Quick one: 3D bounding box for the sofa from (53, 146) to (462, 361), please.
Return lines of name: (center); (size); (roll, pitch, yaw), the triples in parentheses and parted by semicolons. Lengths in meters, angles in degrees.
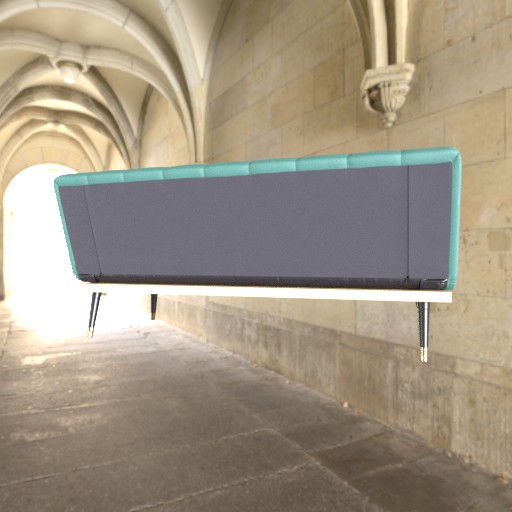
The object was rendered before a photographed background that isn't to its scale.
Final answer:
sofa: (0.000, 0.000, 2.242); (1.810, 0.820, 0.830); (0, 0, 18)
